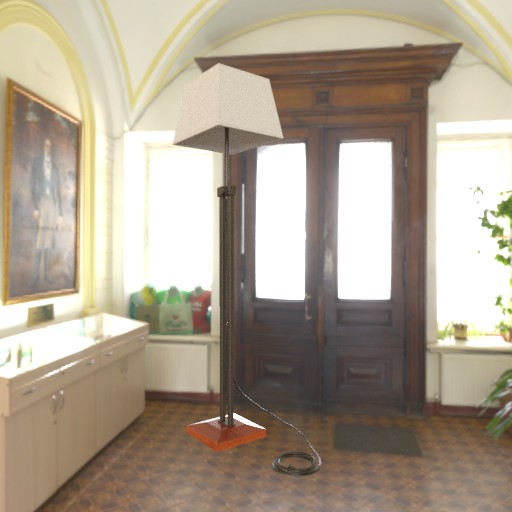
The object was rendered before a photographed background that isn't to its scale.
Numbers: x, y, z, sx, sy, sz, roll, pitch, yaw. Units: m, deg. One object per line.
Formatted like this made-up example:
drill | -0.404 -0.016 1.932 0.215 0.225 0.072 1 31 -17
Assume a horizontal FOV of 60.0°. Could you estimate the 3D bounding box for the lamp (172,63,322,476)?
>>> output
lamp | 0.000 0.000 2.027 0.472 1.712 0.745 0 0 -37
